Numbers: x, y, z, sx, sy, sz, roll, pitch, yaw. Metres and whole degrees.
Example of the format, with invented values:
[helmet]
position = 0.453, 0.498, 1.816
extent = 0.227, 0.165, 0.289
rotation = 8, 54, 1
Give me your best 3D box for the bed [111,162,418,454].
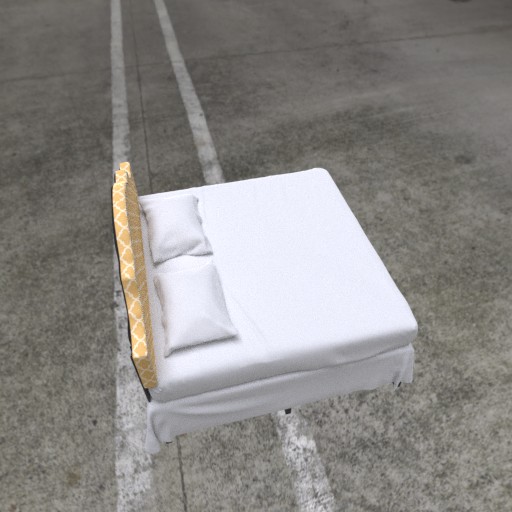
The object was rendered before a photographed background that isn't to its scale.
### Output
[bed]
position = 0.000, 0.000, 3.686
extent = 2.222, 1.601, 2.314
rotation = -10, 48, -9
